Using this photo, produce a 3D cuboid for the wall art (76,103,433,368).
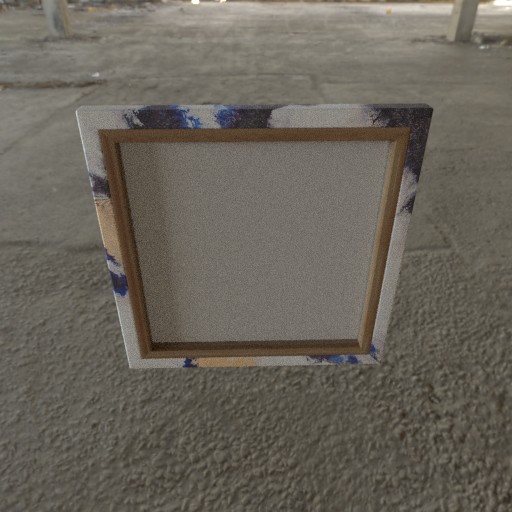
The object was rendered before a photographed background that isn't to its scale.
[{"bbox_3d":[0.000,0.000,0.928,0.609,0.609,0.039,-1,32,-1],"label":"wall art"}]
